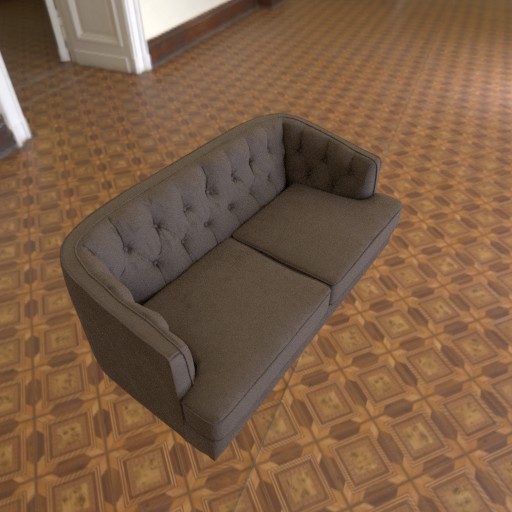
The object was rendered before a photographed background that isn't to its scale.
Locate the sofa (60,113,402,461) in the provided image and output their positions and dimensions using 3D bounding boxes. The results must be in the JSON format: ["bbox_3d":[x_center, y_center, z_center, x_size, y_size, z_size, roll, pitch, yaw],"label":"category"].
[{"bbox_3d":[0.000,0.000,2.299,0.941,0.855,1.733,26,48,26],"label":"sofa"}]
